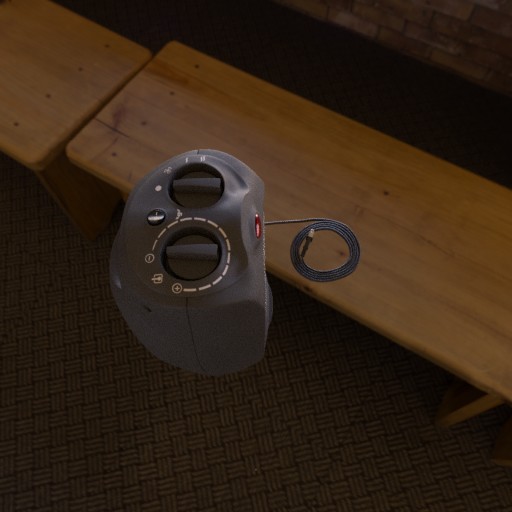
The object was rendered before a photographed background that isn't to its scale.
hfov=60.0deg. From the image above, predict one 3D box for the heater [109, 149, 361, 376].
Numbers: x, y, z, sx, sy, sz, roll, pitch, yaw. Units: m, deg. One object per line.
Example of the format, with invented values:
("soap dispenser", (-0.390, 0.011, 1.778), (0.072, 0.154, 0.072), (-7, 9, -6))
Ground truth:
("heater", (0.000, 0.000, 0.475), (0.291, 0.255, 0.239), (0, 64, 0))
